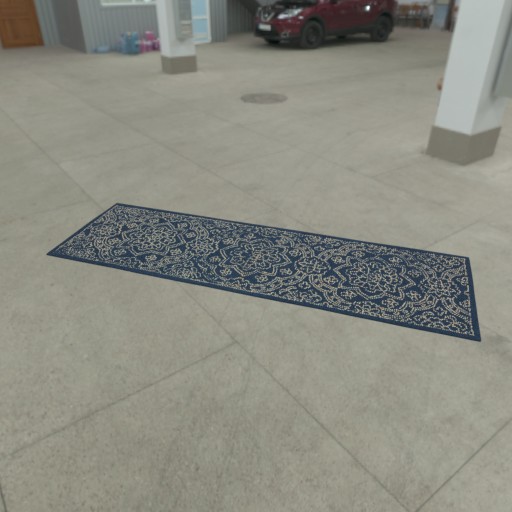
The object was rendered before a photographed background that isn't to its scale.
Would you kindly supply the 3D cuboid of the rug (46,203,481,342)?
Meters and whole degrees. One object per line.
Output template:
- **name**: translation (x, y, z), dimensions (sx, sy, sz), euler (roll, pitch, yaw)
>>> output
- **rug**: translation (0.000, 0.000, 2.678), dimensions (2.448, 0.012, 0.769), euler (10, 33, 15)
